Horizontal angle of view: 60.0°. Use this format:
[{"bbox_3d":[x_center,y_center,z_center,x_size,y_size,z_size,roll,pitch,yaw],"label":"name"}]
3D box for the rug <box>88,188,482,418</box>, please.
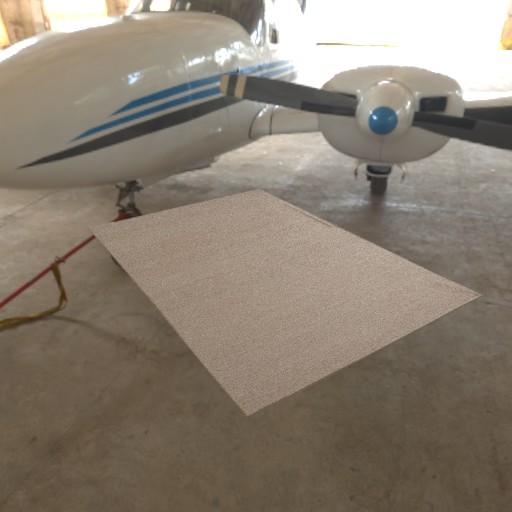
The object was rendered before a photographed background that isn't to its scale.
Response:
[{"bbox_3d":[0.000,0.000,3.761,2.032,0.038,2.869,-17,32,-30],"label":"rug"}]
